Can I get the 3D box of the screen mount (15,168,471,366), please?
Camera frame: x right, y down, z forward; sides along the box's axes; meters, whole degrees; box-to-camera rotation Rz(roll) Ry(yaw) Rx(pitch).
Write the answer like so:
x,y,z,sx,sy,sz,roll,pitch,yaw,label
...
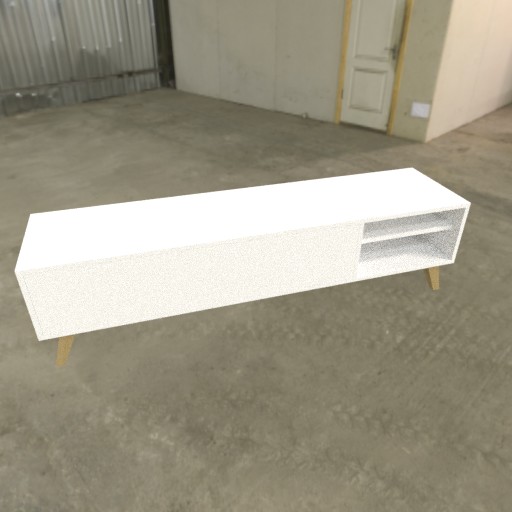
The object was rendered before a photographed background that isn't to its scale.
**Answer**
x,y,z,sx,sy,sz,roll,pitch,yaw,label
0.000,0.000,1.816,1.644,0.432,0.399,-9,33,-14,screen mount
